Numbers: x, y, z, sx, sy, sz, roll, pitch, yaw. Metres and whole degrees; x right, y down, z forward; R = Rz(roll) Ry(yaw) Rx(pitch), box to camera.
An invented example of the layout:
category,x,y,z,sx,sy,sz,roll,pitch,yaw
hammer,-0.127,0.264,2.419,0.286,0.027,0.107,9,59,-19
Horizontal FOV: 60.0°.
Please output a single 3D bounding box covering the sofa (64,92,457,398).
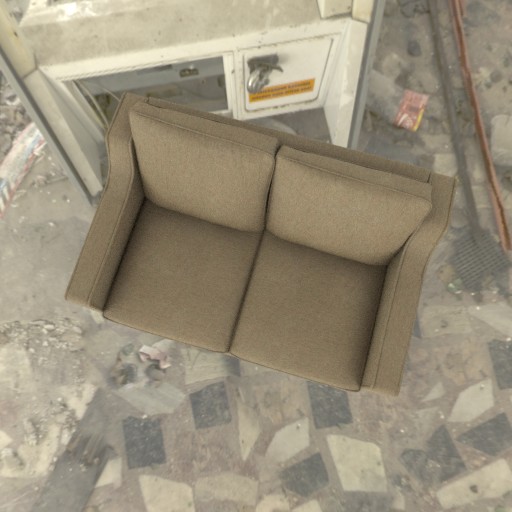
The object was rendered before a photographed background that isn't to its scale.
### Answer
category,x,y,z,sx,sy,sz,roll,pitch,yaw
sofa,0.000,0.000,2.138,1.503,0.981,0.985,16,77,4
